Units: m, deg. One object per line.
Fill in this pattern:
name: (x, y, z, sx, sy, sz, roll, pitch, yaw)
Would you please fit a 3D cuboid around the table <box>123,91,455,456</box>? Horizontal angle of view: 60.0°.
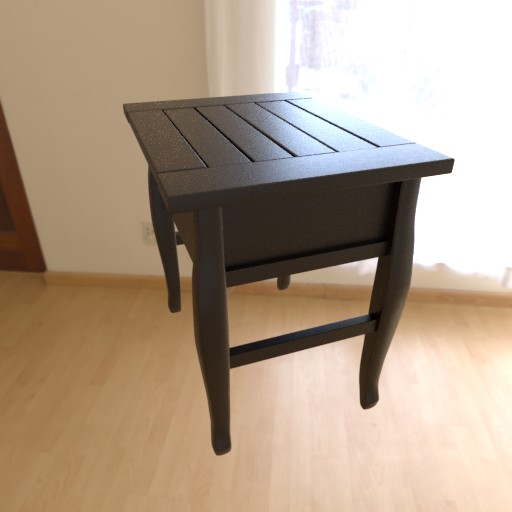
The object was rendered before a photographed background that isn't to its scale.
table: (0.000, 0.000, 1.035, 0.460, 0.604, 0.602, -10, 32, -17)
